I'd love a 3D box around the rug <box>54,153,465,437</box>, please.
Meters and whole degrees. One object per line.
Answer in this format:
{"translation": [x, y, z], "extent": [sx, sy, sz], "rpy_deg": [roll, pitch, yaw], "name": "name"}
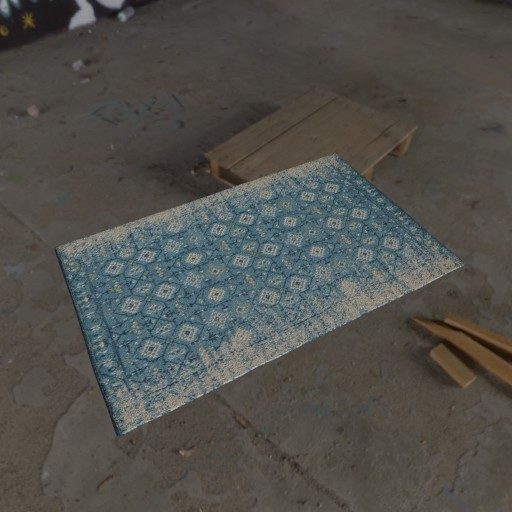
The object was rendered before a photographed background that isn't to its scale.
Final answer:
{"translation": [0.000, 0.000, 3.088], "extent": [2.449, 0.015, 1.530], "rpy_deg": [-22, 51, -19], "name": "rug"}
